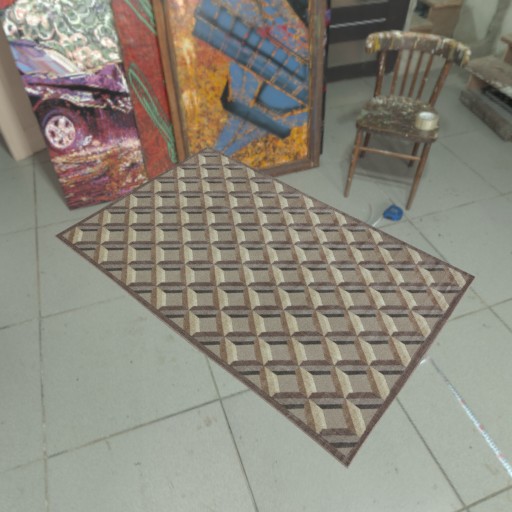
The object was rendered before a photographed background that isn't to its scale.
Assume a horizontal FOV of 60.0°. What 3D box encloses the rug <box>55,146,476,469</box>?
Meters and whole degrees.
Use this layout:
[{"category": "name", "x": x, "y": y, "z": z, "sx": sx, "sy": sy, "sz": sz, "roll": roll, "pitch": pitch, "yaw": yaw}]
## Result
[{"category": "rug", "x": 0.000, "y": 0.000, "z": 2.068, "sx": 1.677, "sy": 0.011, "sz": 1.066, "roll": 31, "pitch": 53, "yaw": 27}]
